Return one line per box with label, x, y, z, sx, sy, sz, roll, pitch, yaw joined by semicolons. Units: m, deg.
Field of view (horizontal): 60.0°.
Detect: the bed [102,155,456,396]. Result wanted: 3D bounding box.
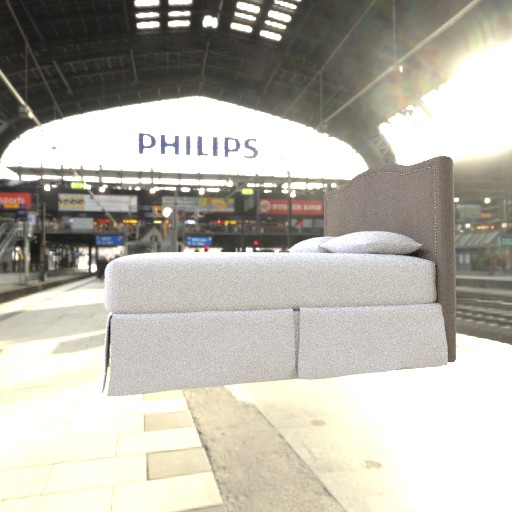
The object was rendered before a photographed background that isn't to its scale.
bed;0.000;0.000;3.272;2.128;1.441;1.744;0;-1;-17
